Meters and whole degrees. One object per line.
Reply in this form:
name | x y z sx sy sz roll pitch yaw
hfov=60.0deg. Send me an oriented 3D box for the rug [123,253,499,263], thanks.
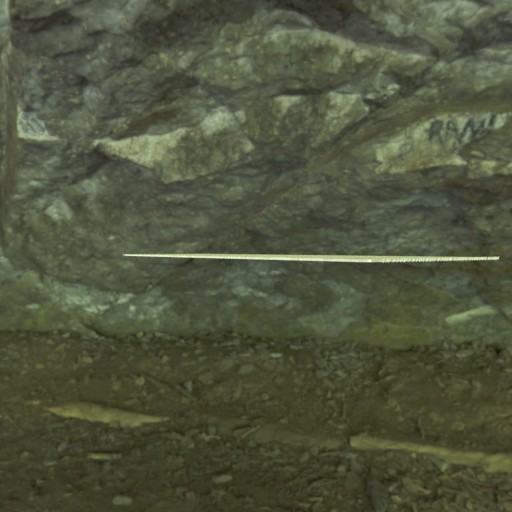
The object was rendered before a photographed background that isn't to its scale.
rug | 0.000 0.000 2.742 0.795 0.015 2.544 0 1 -36
